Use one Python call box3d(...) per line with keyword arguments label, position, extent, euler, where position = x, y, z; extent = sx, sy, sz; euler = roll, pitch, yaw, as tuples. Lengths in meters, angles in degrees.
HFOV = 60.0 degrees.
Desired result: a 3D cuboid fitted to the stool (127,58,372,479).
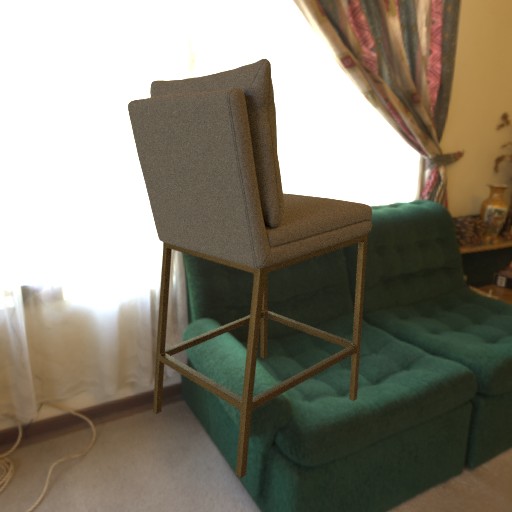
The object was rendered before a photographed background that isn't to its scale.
box3d(label="stool", position=(0.000, 0.000, 1.355), extent=(0.463, 1.030, 0.569), euler=(14, 21, 43))
